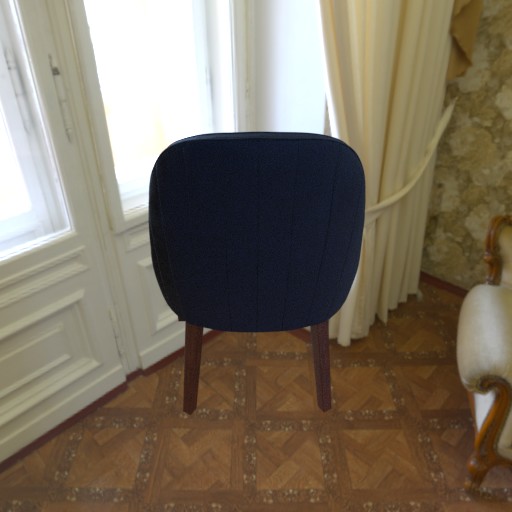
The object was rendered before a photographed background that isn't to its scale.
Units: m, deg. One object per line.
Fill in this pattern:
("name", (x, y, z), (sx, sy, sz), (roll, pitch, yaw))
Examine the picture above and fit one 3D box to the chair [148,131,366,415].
("chair", (0.000, 0.000, 1.323), (0.643, 0.889, 0.575), (-1, 31, -1))
